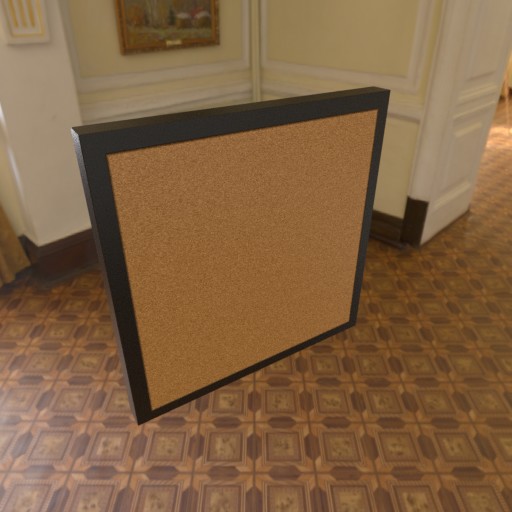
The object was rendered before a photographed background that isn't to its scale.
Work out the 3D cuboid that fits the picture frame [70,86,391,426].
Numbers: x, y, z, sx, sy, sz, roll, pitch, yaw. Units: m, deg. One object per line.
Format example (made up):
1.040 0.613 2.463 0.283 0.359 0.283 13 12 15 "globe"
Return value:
0.000 0.000 0.538 0.355 0.353 0.029 -18 35 -27 "picture frame"
